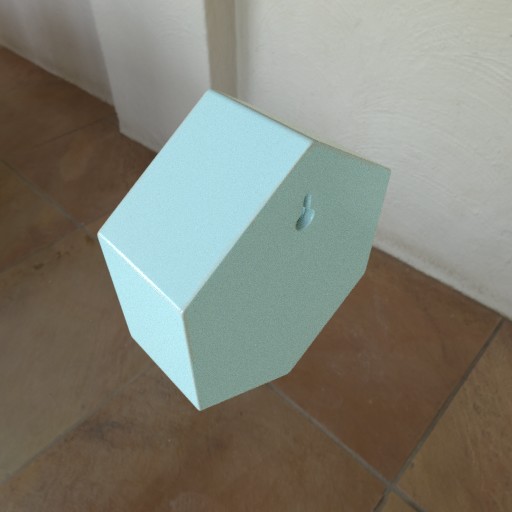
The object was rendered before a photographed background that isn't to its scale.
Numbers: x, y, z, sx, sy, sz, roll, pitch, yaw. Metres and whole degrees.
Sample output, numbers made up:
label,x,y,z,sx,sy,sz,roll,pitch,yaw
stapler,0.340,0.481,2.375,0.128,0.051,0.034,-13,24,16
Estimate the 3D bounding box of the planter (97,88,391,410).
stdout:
label,x,y,z,sx,sy,sz,roll,pitch,yaw
planter,0.000,0.000,0.298,0.169,0.207,0.078,-34,54,-29
